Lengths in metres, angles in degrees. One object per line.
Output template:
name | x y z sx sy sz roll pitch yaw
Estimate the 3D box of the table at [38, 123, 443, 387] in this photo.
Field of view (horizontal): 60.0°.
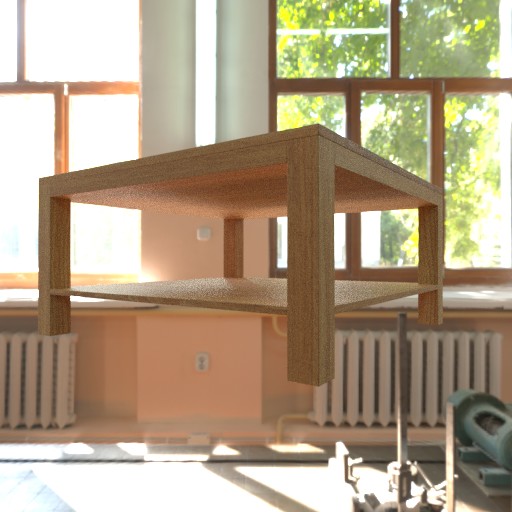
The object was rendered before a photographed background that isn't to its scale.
table | 0.000 0.000 1.383 0.900 0.450 0.900 0 0 35
